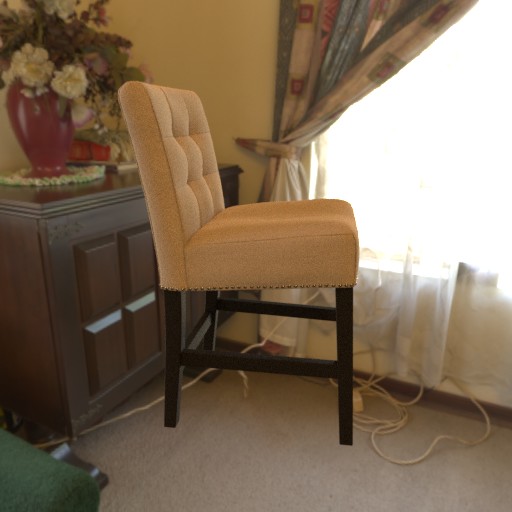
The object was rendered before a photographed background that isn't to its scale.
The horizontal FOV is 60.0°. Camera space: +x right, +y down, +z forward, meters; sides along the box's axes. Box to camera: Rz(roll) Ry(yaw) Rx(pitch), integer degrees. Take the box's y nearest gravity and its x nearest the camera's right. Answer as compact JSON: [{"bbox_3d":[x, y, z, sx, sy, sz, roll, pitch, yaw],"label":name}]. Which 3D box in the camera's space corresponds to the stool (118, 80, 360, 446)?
[{"bbox_3d":[0.000,0.000,1.225,0.571,0.885,0.427,3,18,9],"label":"stool"}]
